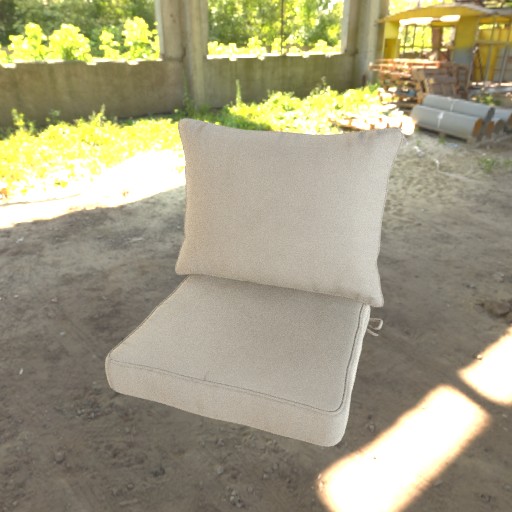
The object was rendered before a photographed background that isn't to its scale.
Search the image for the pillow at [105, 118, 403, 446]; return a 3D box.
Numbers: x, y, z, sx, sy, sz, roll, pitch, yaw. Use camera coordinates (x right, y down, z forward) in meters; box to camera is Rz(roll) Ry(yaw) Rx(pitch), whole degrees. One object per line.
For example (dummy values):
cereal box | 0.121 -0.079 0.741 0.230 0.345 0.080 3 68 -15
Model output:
pillow | 0.000 0.000 1.366 0.798 0.716 0.733 8 26 17
